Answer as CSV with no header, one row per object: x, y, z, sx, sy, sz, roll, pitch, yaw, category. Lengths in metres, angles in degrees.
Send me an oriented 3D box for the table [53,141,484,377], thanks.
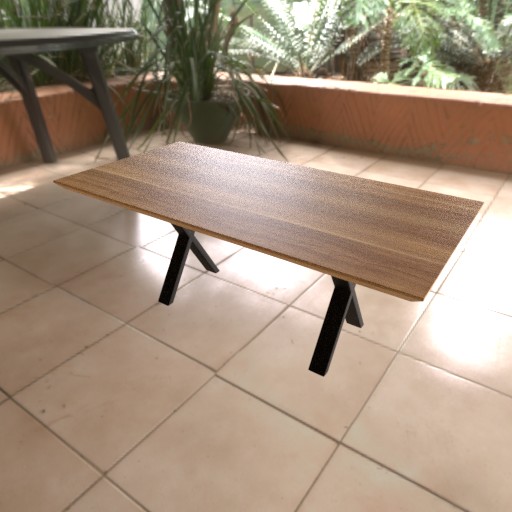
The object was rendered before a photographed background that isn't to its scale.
0.000,0.000,2.469,2.000,0.770,1.000,18,34,30,table
